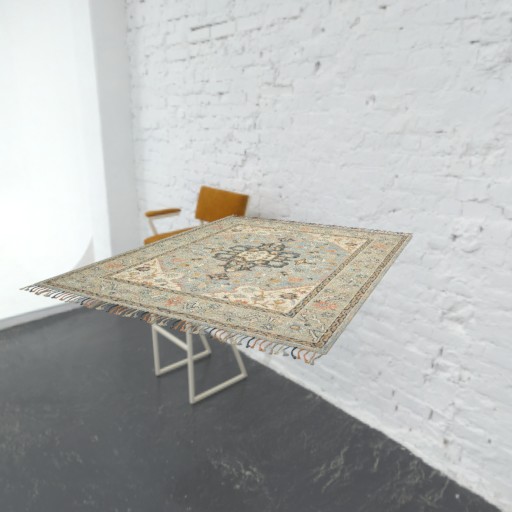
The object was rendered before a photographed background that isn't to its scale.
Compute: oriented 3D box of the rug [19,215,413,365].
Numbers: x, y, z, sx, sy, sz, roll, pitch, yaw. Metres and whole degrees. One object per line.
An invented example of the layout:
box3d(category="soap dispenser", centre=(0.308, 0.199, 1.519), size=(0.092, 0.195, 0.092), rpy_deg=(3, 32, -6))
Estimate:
box3d(category="rug", centre=(0.000, 0.000, 4.170), size=(2.379, 0.011, 3.221), rpy_deg=(8, 19, 26))
